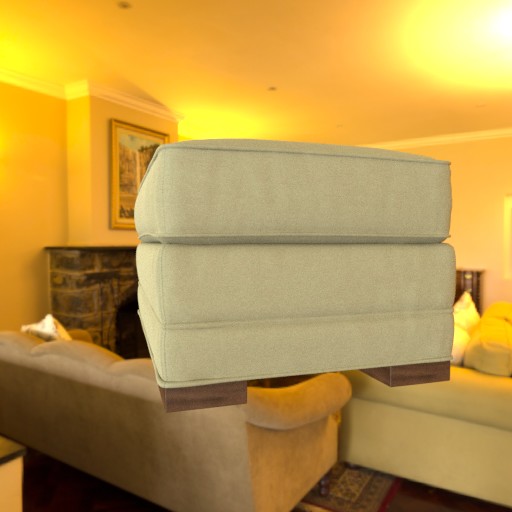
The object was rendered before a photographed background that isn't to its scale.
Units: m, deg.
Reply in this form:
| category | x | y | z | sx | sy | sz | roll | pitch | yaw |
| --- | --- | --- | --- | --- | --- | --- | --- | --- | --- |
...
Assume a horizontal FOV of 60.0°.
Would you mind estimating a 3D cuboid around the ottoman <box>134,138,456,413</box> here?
| category | x | y | z | sx | sy | sz | roll | pitch | yaw |
| --- | --- | --- | --- | --- | --- | --- | --- | --- | --- |
| ottoman | 0.000 | 0.000 | 1.186 | 0.611 | 0.482 | 0.848 | -1 | 2 | -17 |
